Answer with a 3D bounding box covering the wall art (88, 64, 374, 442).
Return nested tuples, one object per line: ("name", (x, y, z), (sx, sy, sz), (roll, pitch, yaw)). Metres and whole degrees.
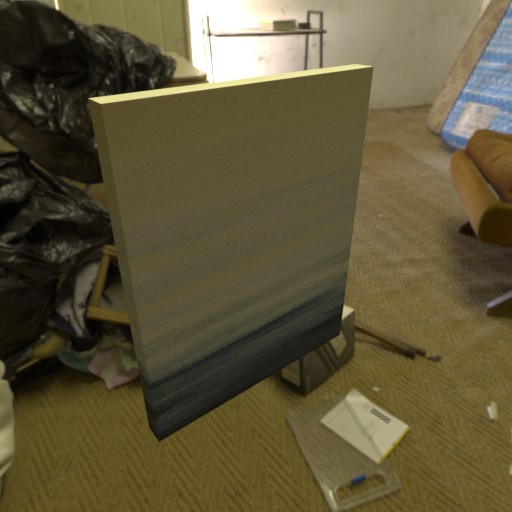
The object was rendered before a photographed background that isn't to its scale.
("wall art", (0.000, 0.000, 0.812), (0.489, 0.608, 0.040), (-22, 37, -32))
